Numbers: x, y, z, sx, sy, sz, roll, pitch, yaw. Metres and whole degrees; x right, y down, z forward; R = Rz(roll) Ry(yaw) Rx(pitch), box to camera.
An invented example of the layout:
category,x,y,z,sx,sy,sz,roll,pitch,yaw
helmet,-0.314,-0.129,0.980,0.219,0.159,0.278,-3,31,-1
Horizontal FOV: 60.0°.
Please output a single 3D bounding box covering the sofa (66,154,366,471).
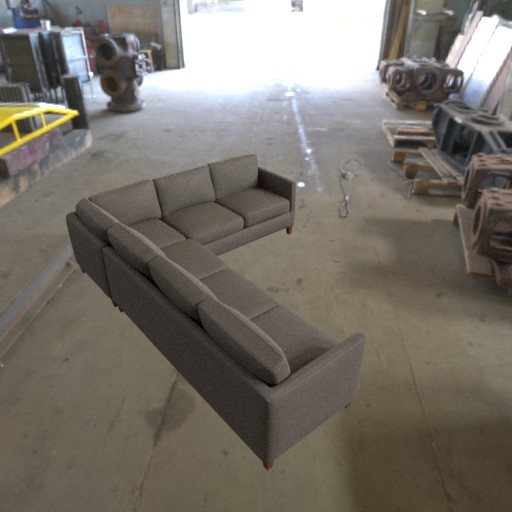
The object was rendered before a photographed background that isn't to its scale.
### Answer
category,x,y,z,sx,sy,sz,roll,pitch,yaw
sofa,0.000,0.000,4.440,2.593,0.947,3.302,-23,38,-33
